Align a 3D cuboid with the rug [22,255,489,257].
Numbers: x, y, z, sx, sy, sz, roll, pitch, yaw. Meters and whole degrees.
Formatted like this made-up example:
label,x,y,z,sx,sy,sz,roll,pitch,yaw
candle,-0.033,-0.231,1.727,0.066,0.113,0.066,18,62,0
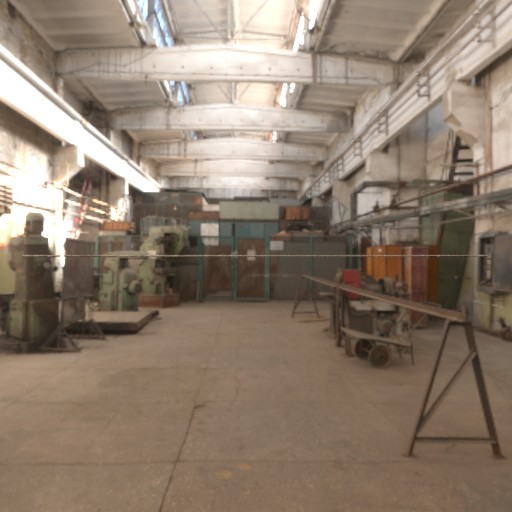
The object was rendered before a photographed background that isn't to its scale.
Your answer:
label,x,y,z,sx,sy,sz,roll,pitch,yaw
rug,0.000,0.000,3.067,2.442,0.010,1.546,0,0,1
